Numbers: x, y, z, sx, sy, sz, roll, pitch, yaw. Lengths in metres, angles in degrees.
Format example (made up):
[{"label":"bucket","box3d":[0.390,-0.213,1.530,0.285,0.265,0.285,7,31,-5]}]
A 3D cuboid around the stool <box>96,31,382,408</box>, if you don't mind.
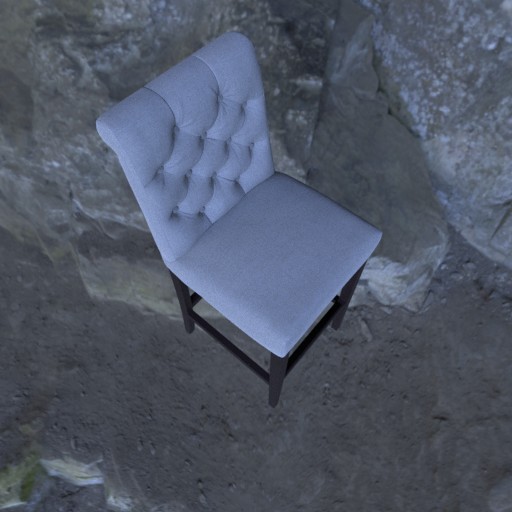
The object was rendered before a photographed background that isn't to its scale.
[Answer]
[{"label":"stool","box3d":[0.000,0.000,1.450,0.601,1.140,0.493,36,65,20]}]
